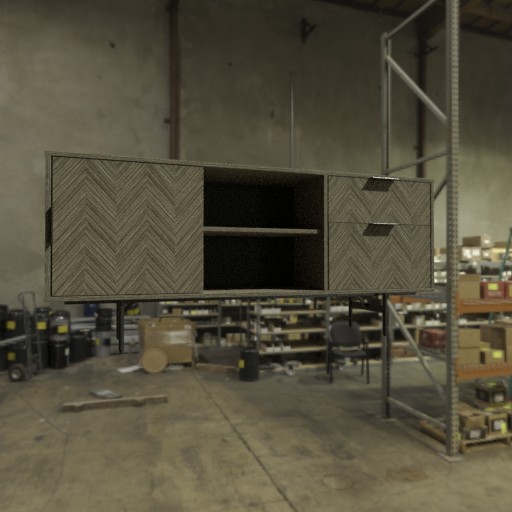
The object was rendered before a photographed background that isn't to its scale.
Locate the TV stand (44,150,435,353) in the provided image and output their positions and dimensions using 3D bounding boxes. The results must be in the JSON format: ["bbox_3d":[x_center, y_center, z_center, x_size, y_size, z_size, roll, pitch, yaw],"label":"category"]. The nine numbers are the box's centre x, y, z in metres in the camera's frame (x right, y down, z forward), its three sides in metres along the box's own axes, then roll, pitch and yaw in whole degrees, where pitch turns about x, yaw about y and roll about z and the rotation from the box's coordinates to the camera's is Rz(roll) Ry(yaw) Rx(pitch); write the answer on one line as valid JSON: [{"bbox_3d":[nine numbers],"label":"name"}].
[{"bbox_3d":[0.000,0.000,2.122,1.804,0.787,0.405,0,-1,-19],"label":"TV stand"}]
